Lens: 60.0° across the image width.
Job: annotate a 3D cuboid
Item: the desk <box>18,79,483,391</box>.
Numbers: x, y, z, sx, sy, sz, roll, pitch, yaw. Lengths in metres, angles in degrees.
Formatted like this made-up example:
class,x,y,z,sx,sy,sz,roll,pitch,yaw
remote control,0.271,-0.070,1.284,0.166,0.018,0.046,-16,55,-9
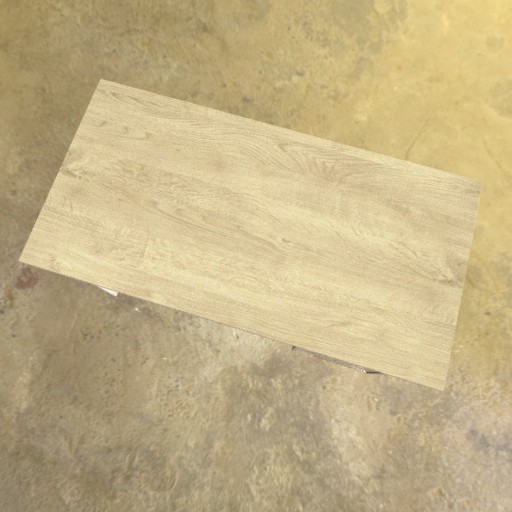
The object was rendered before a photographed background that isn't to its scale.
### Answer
class,x,y,z,sx,sy,sz,roll,pitch,yaw
desk,0.000,0.000,1.512,1.097,0.735,0.560,16,76,4
